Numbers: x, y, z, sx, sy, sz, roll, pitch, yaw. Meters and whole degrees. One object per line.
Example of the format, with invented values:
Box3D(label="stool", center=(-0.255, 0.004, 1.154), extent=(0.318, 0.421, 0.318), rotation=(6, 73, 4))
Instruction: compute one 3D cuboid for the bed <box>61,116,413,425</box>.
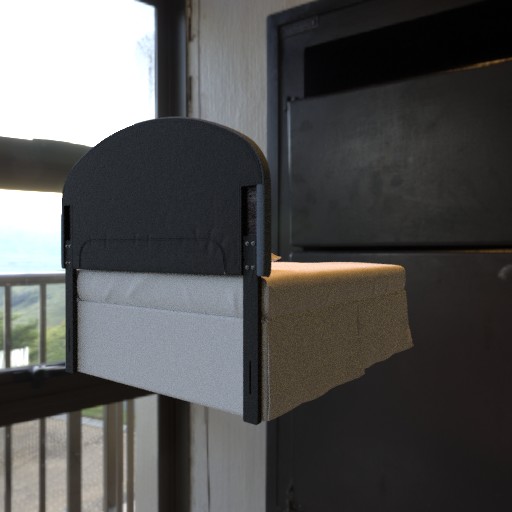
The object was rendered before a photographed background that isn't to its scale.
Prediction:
Box3D(label="bed", center=(0.000, 0.000, 3.088), extent=(1.607, 1.410, 2.005), rotation=(0, 1, 36))
